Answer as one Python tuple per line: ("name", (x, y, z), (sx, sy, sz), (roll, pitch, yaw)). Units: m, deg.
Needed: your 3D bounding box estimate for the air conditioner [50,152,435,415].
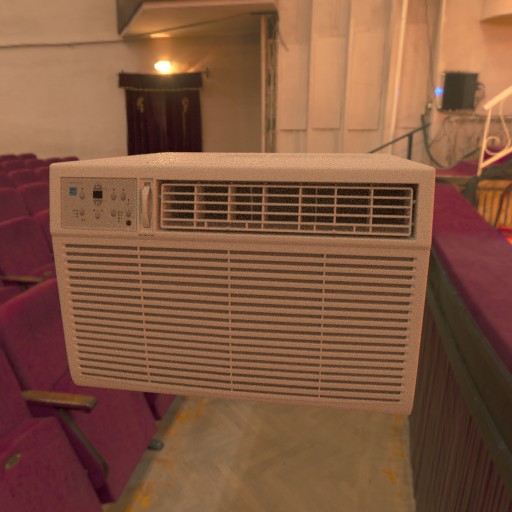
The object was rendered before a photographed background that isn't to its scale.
("air conditioner", (0.000, 0.000, 1.046), (0.645, 0.455, 0.599), (2, 15, 9))
